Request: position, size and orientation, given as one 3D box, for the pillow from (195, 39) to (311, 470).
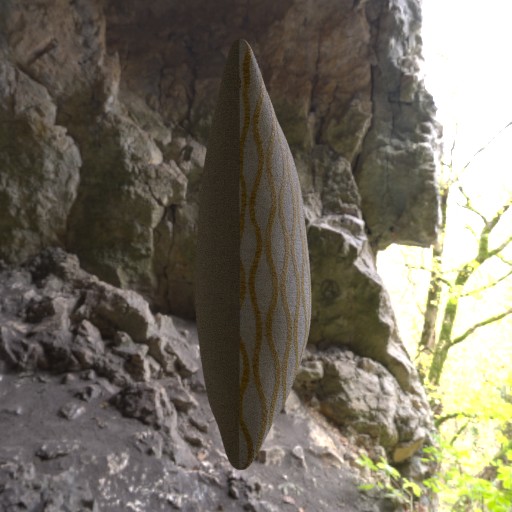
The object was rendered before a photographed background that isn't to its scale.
[{"bbox_3d":[0.000,0.000,0.648,0.159,0.436,0.429,0,0,2],"label":"pillow"}]
